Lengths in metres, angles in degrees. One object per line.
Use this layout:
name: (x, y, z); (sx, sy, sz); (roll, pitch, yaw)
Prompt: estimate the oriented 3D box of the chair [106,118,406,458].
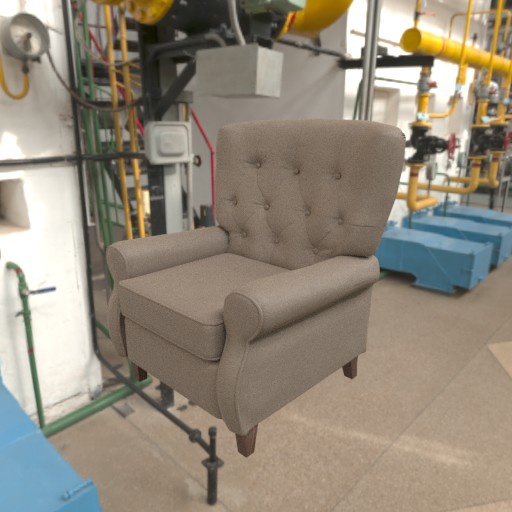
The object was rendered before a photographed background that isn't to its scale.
chair: (0.000, 0.000, 1.913); (0.999, 1.138, 1.041); (16, 23, 42)
